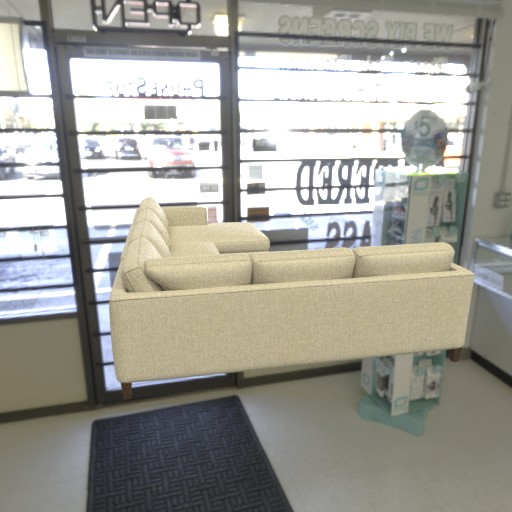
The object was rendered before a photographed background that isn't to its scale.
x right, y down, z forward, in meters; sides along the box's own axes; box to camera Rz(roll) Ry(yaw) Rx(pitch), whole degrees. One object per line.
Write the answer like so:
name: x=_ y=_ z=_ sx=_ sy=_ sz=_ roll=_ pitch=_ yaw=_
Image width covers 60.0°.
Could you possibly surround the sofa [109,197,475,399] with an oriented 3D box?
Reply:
sofa: x=0.000 y=0.000 z=4.561 sx=2.551 sy=0.889 sz=3.403 roll=-3 pitch=16 yaw=-11
